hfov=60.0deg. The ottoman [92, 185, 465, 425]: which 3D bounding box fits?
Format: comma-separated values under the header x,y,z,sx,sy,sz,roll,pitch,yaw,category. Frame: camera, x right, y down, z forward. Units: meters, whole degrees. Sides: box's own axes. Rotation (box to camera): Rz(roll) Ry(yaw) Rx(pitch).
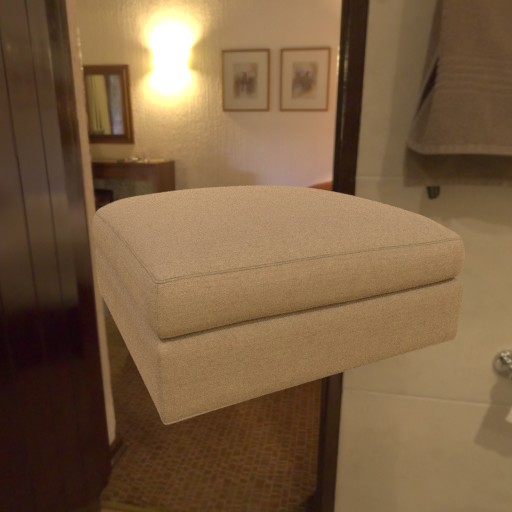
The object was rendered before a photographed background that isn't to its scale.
x,y,z,sx,sy,sz,roll,pitch,yaw,category
0.000,0.000,1.655,1.041,0.470,1.041,-8,18,-26,ottoman
